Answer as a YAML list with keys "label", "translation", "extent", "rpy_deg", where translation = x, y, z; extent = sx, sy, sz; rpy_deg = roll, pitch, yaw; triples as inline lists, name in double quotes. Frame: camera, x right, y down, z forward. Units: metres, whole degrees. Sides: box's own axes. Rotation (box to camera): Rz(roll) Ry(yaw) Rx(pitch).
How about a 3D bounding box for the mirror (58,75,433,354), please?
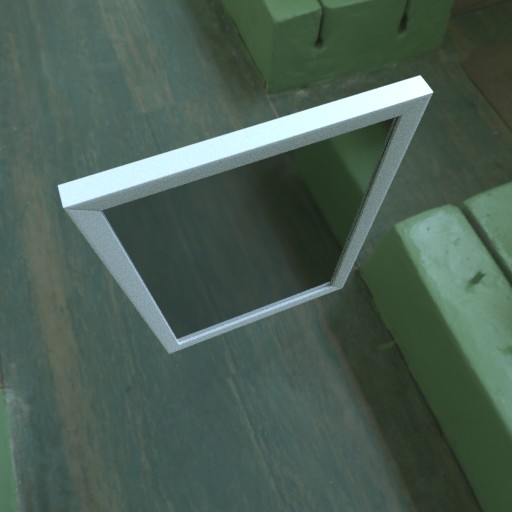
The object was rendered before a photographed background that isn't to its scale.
- label: "mirror"
  translation: [0.000, 0.000, 0.892]
  extent: [0.507, 0.710, 0.040]
  rpy_deg: [-20, 65, -9]
